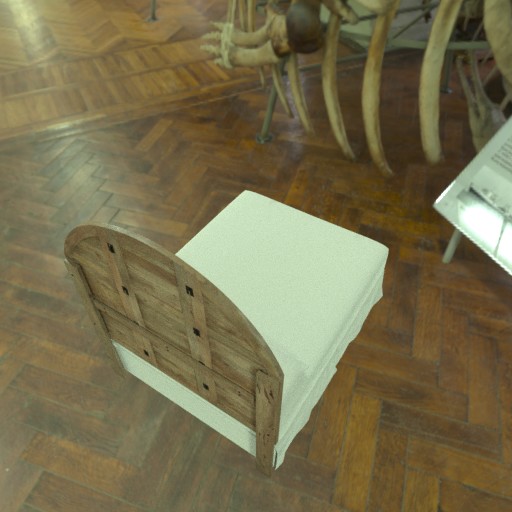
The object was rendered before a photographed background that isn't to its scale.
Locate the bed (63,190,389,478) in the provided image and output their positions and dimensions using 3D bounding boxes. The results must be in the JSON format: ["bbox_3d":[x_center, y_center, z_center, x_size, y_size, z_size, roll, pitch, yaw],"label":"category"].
[{"bbox_3d":[0.000,0.000,3.473,1.713,2.002,2.112,25,51,22],"label":"bed"}]
